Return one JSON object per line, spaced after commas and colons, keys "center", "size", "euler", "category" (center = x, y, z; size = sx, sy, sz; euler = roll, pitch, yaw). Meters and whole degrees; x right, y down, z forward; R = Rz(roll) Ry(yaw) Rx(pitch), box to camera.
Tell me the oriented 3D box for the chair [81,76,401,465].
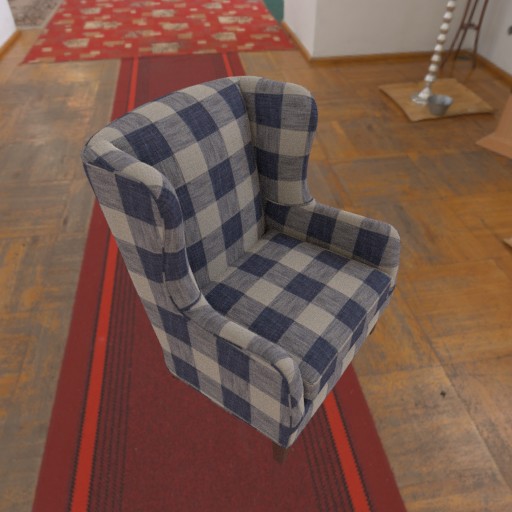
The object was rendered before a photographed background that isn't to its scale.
{"center": [0.000, 0.000, 1.671], "size": [0.889, 1.041, 0.830], "euler": [25, 47, 27], "category": "chair"}
